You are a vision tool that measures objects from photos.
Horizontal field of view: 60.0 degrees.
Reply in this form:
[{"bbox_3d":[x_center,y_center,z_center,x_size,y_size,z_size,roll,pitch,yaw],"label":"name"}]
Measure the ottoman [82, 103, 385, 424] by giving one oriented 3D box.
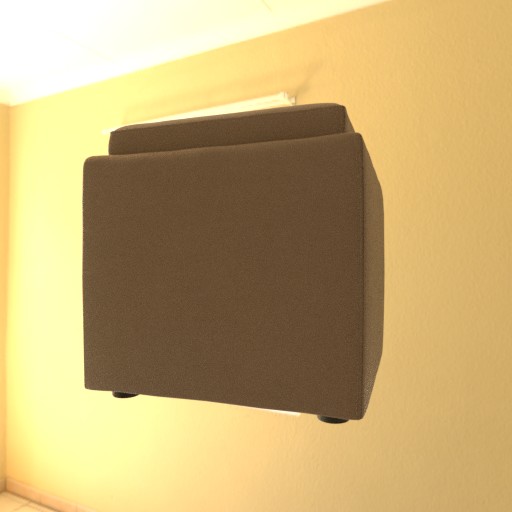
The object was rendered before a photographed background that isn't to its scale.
[{"bbox_3d":[0.000,0.000,0.837,0.451,0.460,0.450,0,-1,19],"label":"ottoman"}]
